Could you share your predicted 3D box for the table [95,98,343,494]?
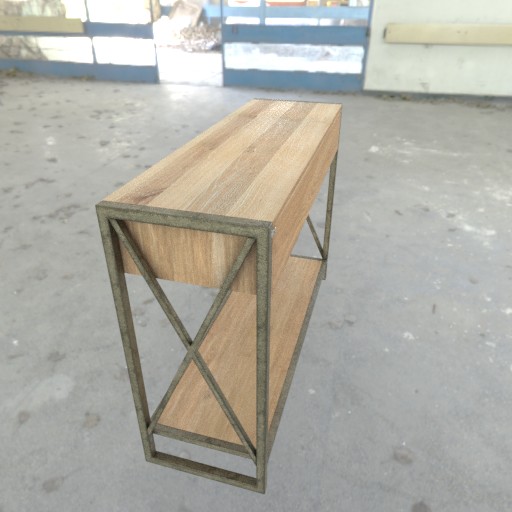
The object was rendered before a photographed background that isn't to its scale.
[{"bbox_3d":[0.000,0.000,1.423,0.361,0.763,1.059,8,31,14],"label":"table"}]
